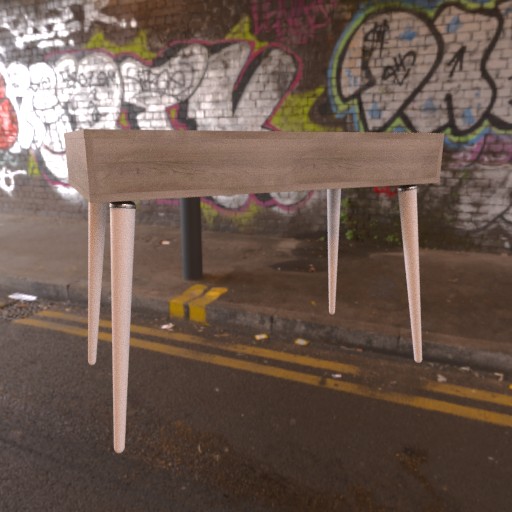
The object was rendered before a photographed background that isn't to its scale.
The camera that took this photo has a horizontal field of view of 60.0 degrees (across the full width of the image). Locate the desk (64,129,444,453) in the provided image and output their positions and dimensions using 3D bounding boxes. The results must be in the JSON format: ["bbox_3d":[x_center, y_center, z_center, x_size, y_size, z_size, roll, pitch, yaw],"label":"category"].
[{"bbox_3d":[0.000,0.000,1.354,0.979,0.723,0.491,-7,16,-26],"label":"desk"}]
